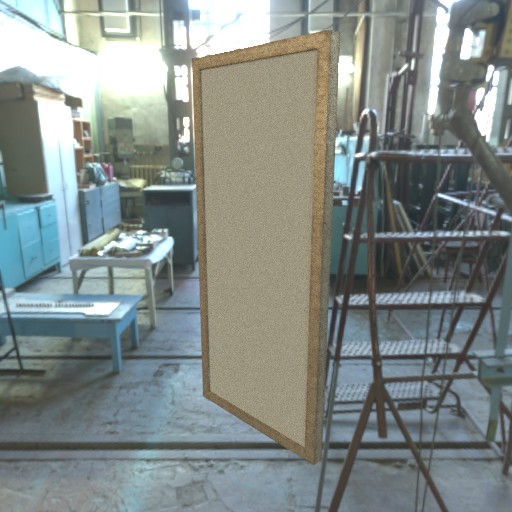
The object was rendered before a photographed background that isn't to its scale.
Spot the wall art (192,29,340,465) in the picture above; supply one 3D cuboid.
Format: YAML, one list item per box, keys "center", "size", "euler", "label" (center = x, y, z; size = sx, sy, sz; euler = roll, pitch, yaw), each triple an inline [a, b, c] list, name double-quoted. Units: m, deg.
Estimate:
- center: [0.000, 0.000, 1.683]
  size: [0.648, 1.461, 0.051]
  euler: [14, 20, 43]
  label: "wall art"
